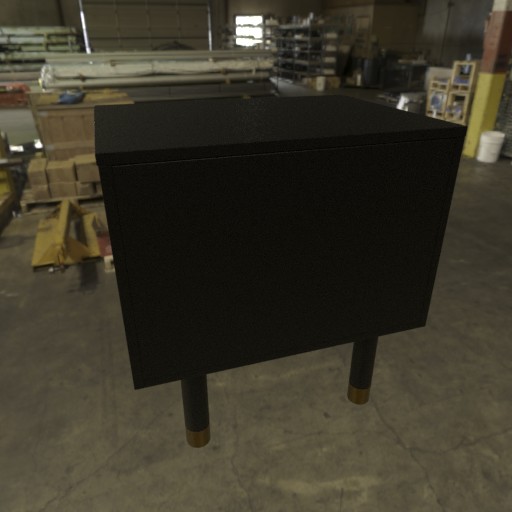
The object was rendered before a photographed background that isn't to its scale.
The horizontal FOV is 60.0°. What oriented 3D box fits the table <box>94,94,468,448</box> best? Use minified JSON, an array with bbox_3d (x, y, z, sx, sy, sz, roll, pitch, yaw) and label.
[{"bbox_3d":[0.000,0.000,0.944,0.564,0.584,0.441,-8,28,-16],"label":"table"}]
